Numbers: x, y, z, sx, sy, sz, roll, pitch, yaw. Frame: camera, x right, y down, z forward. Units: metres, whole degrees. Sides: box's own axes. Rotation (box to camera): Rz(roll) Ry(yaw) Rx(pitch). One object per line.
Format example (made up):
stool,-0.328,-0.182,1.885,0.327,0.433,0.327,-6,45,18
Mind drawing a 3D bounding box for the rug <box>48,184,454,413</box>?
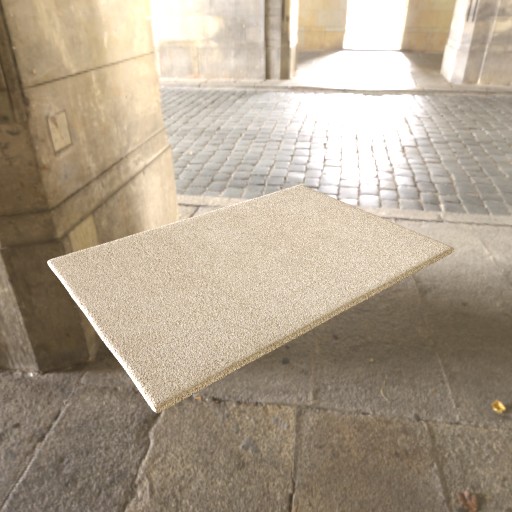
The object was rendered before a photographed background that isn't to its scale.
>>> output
rug,0.000,0.000,2.336,1.778,0.030,1.219,-21,36,-32
